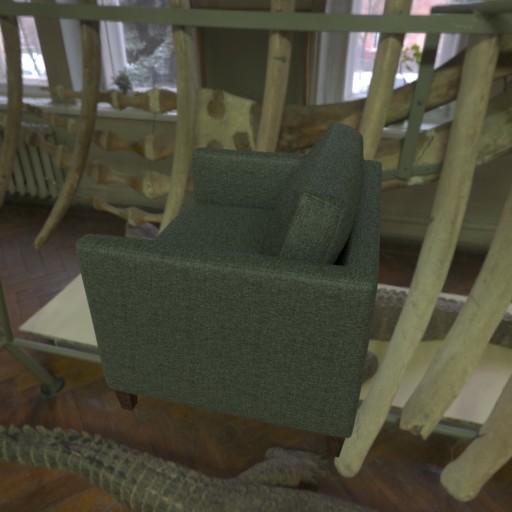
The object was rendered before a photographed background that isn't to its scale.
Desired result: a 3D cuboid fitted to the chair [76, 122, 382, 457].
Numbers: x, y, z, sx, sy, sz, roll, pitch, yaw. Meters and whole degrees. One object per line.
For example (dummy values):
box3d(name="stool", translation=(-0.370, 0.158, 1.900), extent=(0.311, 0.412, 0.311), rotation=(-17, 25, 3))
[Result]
box3d(name="chair", translation=(0.000, 0.000, 1.854), extent=(0.959, 0.963, 1.107), rotation=(7, 31, 12))
